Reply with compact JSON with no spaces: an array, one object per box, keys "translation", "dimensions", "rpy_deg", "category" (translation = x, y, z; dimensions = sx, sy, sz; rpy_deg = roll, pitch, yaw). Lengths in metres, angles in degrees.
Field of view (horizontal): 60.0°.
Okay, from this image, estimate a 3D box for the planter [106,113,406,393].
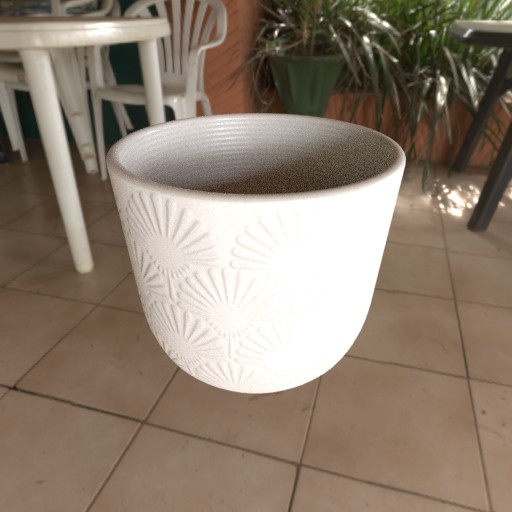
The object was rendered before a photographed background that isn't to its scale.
[{"translation":[0.000,0.000,0.298],"dimensions":[0.170,0.152,0.170],"rpy_deg":[0,30,0],"category":"planter"}]
